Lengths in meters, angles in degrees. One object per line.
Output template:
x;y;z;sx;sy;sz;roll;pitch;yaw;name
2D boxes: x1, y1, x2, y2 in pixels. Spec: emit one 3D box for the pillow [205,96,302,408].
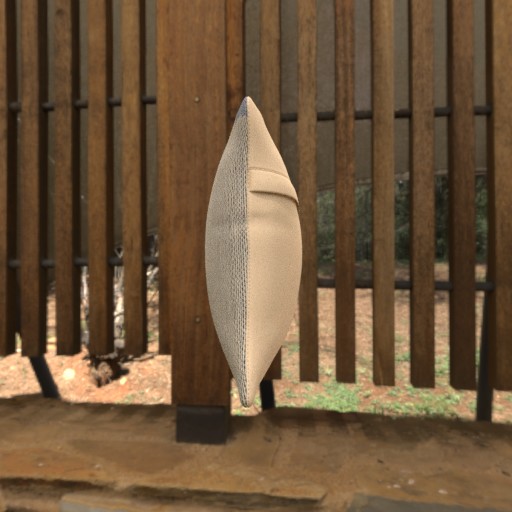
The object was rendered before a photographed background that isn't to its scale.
0.000;0.000;0.726;0.148;0.307;0.604;0;-1;2;pillow
